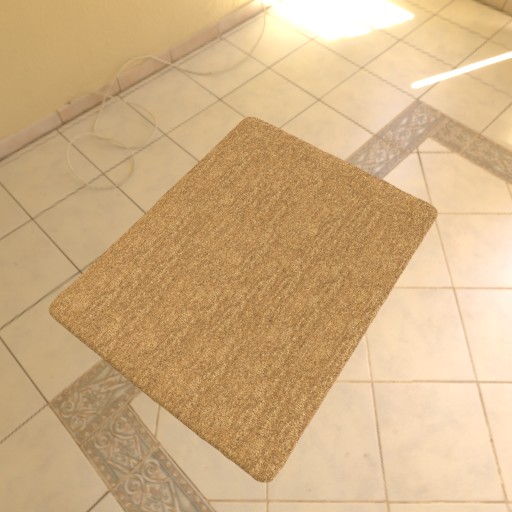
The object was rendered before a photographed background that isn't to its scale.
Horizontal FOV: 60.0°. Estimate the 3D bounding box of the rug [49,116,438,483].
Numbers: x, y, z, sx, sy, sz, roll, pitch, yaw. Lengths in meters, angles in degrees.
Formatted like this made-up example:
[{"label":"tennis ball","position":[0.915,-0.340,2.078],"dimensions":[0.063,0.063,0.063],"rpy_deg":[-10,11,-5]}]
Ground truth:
[{"label":"rug","position":[0.000,0.000,3.871],"dimensions":[2.242,0.050,2.873],"rpy_deg":[32,64,17]}]
